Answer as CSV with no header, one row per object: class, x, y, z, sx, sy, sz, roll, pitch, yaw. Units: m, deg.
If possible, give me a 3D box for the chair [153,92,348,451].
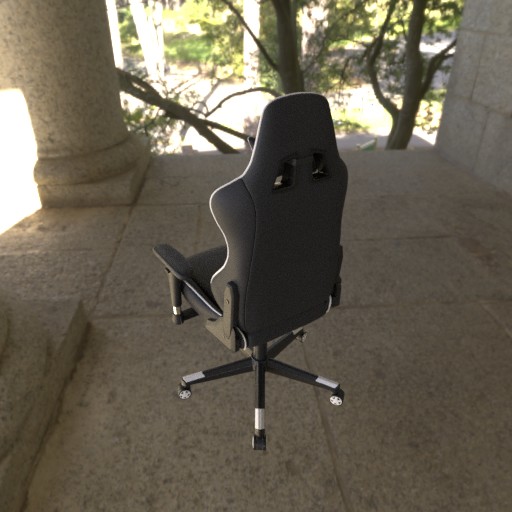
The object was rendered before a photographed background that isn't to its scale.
chair,0.000,0.000,1.683,0.700,1.240,0.700,-19,35,-29
